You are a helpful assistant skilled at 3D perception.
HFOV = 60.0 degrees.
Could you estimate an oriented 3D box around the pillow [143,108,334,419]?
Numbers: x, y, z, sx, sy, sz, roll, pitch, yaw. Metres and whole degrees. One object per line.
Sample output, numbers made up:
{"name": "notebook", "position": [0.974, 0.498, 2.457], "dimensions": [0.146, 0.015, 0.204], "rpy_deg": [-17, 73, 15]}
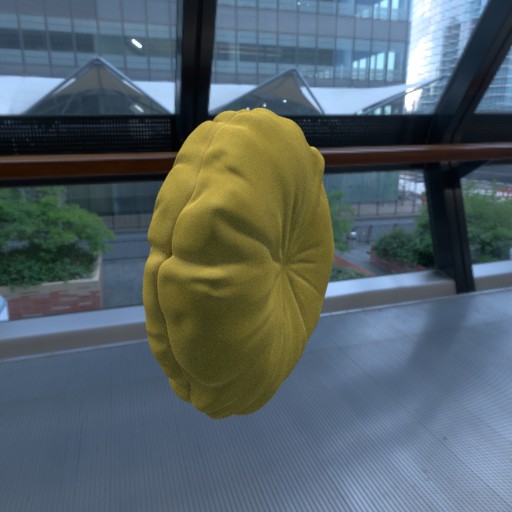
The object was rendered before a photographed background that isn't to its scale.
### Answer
{"name": "pillow", "position": [0.000, 0.000, 0.642], "dimensions": [0.148, 0.407, 0.428], "rpy_deg": [7, 16, 26]}
